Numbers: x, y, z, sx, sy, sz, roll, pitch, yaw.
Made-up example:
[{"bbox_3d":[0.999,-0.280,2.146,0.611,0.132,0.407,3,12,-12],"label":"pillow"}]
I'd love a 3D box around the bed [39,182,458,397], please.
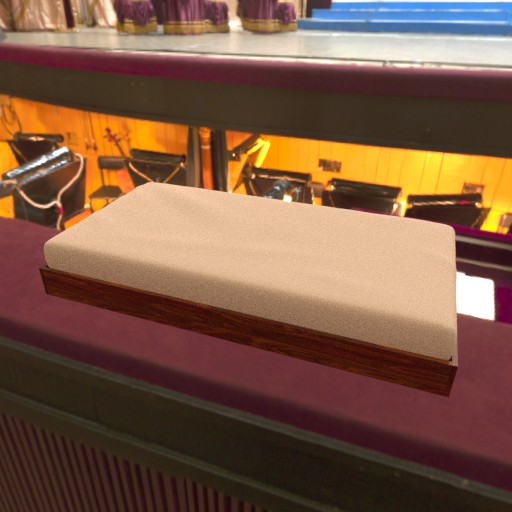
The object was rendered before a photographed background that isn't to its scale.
[{"bbox_3d":[0.000,0.000,2.206,1.860,0.312,0.940,11,31,18],"label":"bed"}]
